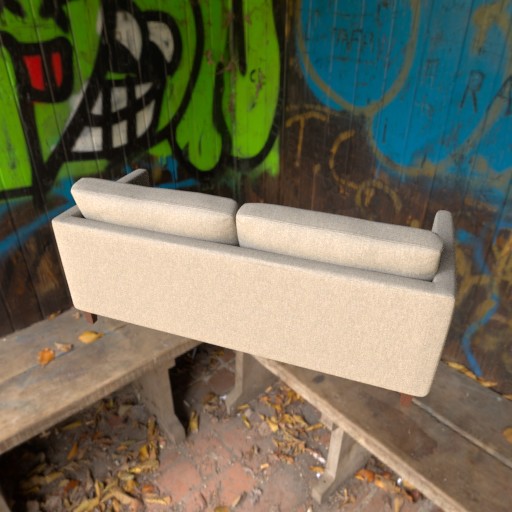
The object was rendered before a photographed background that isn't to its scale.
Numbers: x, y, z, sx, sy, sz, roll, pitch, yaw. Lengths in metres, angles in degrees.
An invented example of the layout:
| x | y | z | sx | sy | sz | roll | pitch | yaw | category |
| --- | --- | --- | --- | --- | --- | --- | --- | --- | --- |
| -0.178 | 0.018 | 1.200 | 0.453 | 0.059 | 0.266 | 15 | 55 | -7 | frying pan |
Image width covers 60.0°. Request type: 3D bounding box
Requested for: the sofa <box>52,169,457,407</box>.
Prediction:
| x | y | z | sx | sy | sz | roll | pitch | yaw | category |
| --- | --- | --- | --- | --- | --- | --- | --- | --- | --- |
| 0.000 | 0.000 | 2.742 | 2.208 | 0.963 | 0.956 | 11 | 33 | 17 | sofa |
